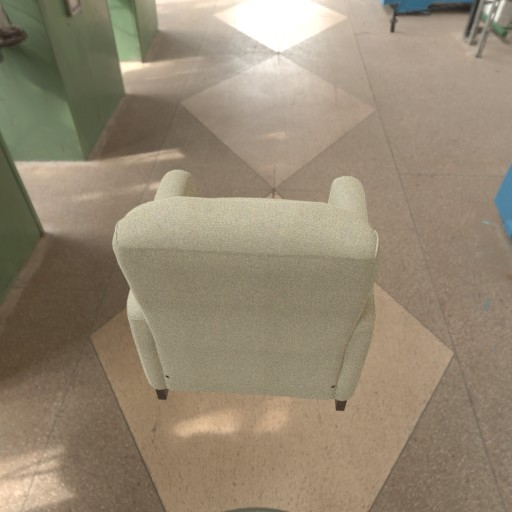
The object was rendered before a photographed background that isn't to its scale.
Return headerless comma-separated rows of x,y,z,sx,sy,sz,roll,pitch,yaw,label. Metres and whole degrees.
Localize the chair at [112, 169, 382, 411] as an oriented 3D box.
0.000,0.000,1.659,0.850,1.006,0.853,3,45,3,chair
